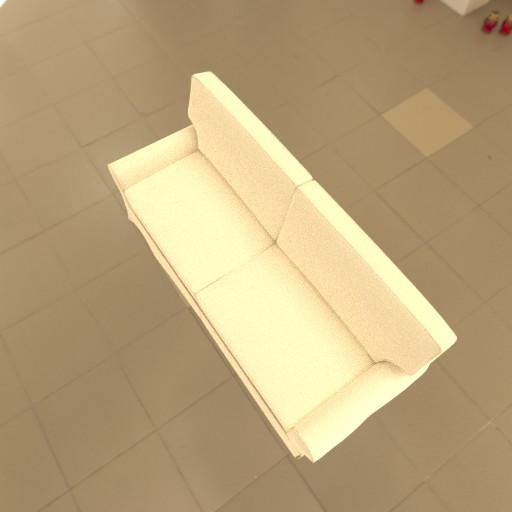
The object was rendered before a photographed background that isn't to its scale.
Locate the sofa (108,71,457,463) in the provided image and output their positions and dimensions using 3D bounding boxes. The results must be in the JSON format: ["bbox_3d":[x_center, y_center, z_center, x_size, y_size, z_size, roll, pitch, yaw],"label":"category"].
[{"bbox_3d":[0.000,0.000,2.480,0.862,0.937,2.021,-32,68,-15],"label":"sofa"}]
